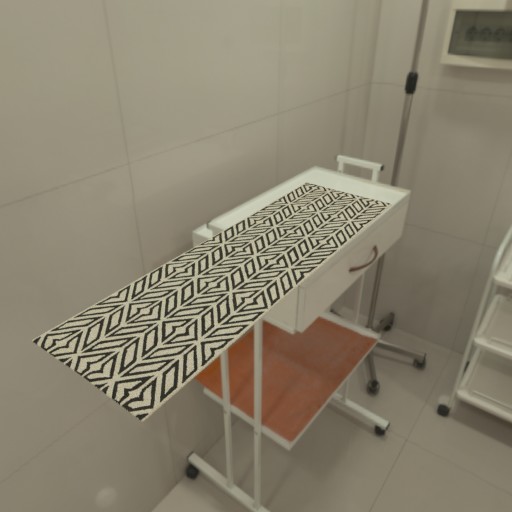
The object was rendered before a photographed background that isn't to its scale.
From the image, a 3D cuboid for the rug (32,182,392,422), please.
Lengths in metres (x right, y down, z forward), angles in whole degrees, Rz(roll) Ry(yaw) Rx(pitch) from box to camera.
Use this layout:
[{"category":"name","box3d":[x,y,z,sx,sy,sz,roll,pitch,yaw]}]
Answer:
[{"category":"rug","box3d":[0.000,0.000,2.671,0.750,0.009,2.435,21,36,31]}]
